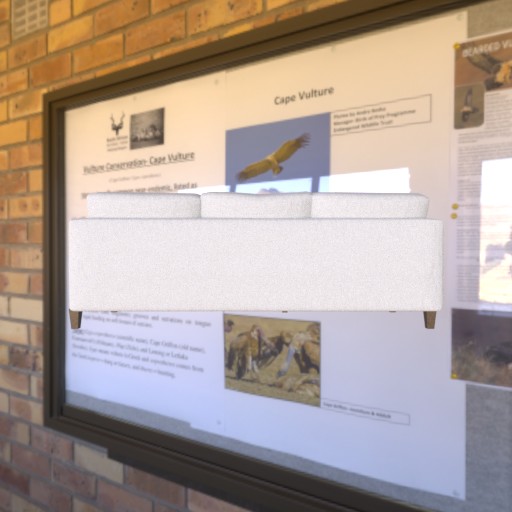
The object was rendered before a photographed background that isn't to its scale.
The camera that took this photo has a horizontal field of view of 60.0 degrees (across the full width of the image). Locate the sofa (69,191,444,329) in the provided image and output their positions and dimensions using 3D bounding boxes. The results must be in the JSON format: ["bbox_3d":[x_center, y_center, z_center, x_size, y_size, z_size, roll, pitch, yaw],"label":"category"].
[{"bbox_3d":[0.000,0.000,4.541,2.522,0.934,3.333,0,1,0],"label":"sofa"}]
